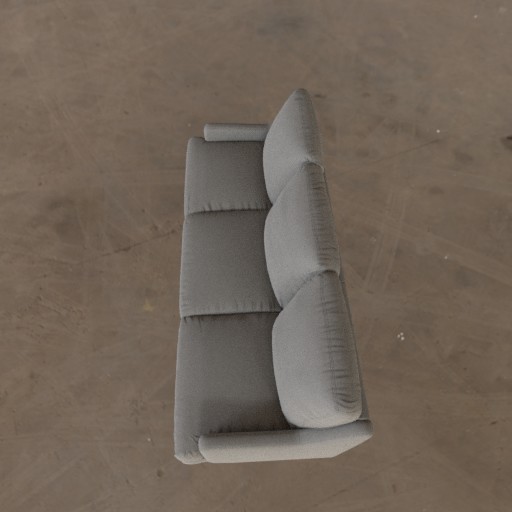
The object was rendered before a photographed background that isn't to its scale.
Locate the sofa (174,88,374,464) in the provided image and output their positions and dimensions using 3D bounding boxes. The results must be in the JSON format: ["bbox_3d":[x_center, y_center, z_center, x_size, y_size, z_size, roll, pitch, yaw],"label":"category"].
[{"bbox_3d":[0.000,0.000,2.848,0.987,0.926,2.344,-2,58,-2],"label":"sofa"}]
